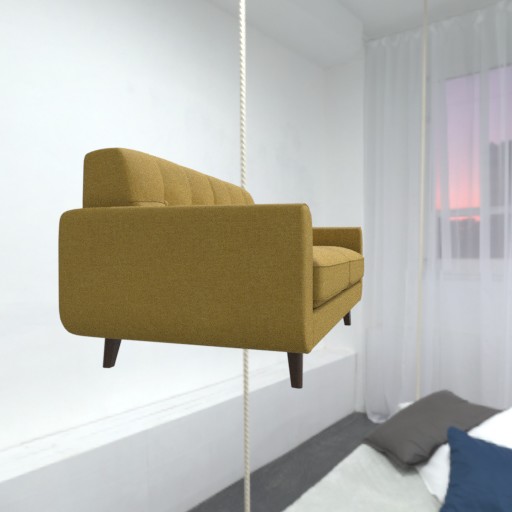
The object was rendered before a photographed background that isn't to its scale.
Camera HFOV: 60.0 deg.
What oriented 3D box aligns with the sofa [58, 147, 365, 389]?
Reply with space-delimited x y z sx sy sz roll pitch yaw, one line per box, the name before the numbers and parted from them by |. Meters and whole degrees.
sofa | 0.000 0.000 2.162 0.909 0.841 1.631 0 1 19
